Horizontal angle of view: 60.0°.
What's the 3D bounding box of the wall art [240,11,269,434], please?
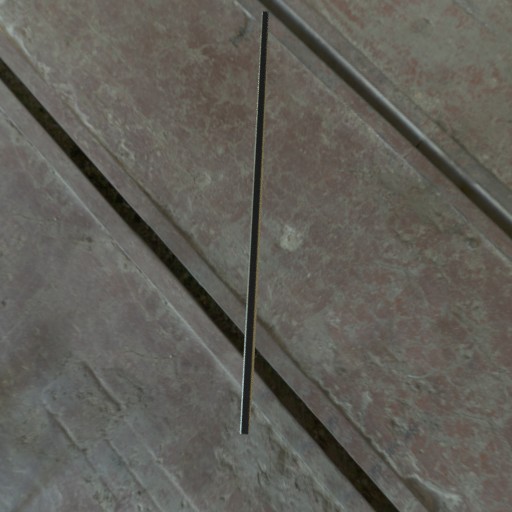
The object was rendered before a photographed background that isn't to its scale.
[{"bbox_3d":[0.000,0.000,0.756,0.009,0.559,0.483,3,77,1],"label":"wall art"}]
